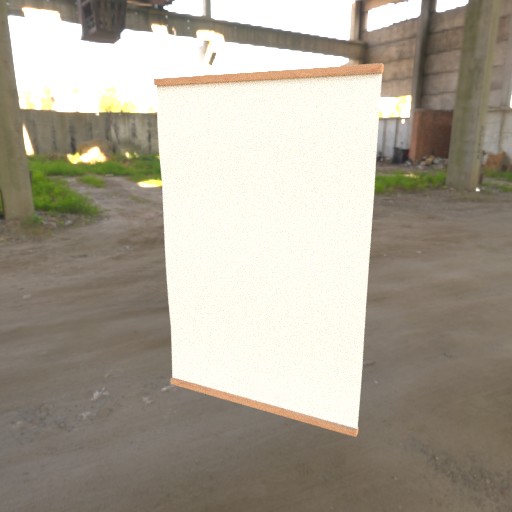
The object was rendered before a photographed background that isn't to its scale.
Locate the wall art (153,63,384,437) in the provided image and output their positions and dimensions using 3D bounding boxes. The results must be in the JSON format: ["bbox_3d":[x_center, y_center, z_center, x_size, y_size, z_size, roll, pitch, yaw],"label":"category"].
[{"bbox_3d":[0.000,0.000,0.658,0.332,0.508,0.012,7,17,25],"label":"wall art"}]
